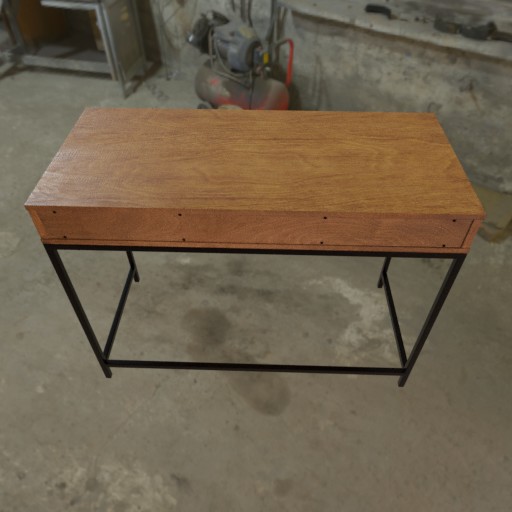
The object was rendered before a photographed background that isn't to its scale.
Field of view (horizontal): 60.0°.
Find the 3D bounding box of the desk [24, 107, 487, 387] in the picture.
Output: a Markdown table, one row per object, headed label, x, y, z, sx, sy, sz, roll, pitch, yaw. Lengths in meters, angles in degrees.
| label | x | y | z | sx | sy | sz | roll | pitch | yaw |
| --- | --- | --- | --- | --- | --- | --- | --- | --- | --- |
| desk | 0.000 | 0.000 | 1.408 | 1.016 | 0.762 | 0.470 | 1 | 45 | 1 |
